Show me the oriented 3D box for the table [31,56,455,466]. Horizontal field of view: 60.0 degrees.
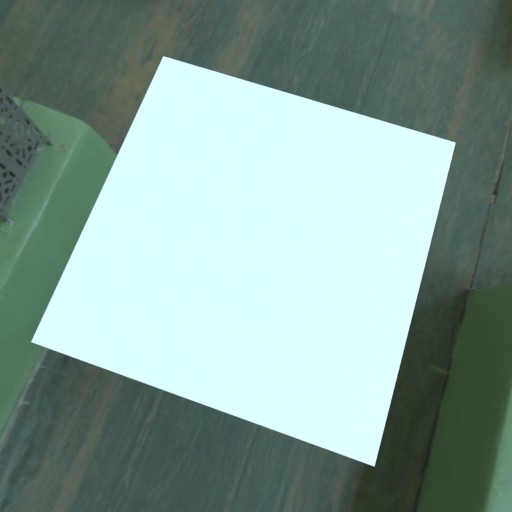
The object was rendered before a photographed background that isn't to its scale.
[{"bbox_3d":[0.000,0.000,1.040,0.670,0.305,0.670,18,76,5],"label":"table"}]
